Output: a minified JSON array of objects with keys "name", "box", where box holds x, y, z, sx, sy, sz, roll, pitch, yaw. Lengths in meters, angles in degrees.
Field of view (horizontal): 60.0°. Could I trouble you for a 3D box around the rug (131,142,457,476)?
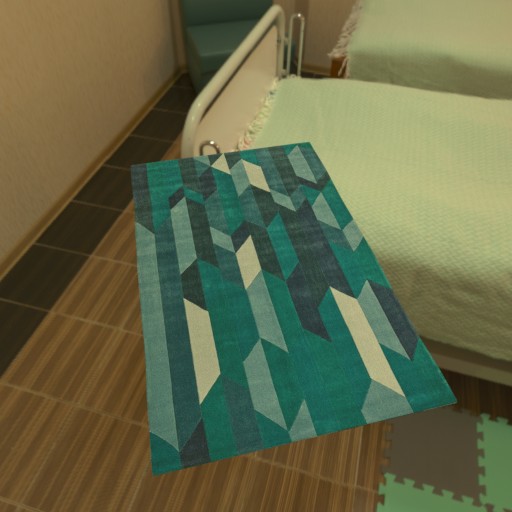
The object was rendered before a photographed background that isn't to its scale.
[{"name":"rug","box":[0.000,0.000,2.911,1.528,0.005,2.420,-10,48,-9]}]
